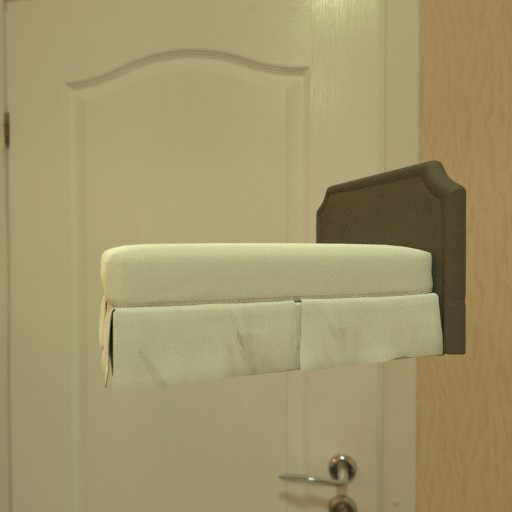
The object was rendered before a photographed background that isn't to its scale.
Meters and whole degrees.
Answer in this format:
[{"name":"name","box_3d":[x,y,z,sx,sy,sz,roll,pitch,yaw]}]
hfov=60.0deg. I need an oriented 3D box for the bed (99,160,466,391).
[{"name":"bed","box_3d":[0.000,0.000,3.260,2.181,1.297,1.831,0,1,-20]}]
